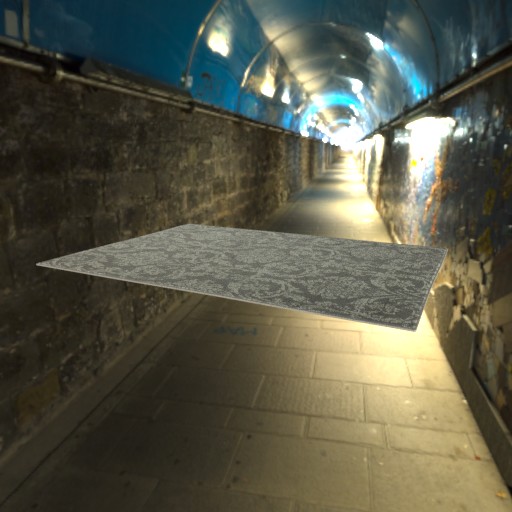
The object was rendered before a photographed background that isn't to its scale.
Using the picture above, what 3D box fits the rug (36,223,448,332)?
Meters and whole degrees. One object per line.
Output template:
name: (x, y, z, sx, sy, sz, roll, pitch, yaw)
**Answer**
rug: (0.000, 0.000, 2.895, 2.206, 0.014, 1.578, 7, 16, 26)
